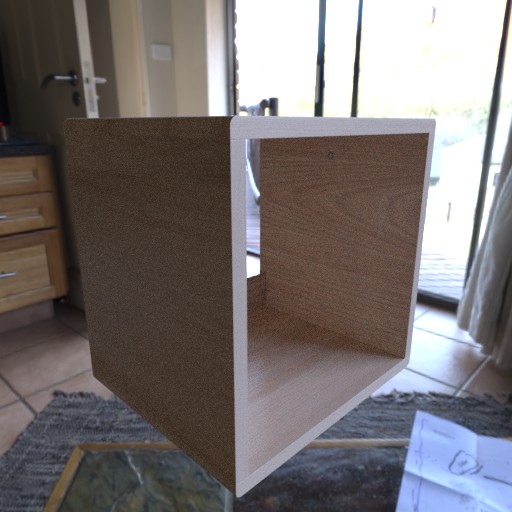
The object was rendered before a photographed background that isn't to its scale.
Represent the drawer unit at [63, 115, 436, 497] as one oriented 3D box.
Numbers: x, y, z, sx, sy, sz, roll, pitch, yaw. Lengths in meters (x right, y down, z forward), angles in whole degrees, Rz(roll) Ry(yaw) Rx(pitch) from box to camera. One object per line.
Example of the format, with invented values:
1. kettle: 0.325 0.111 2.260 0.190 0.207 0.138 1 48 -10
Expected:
1. drawer unit: 0.000 0.000 0.581 0.290 0.344 0.344 16 23 43
